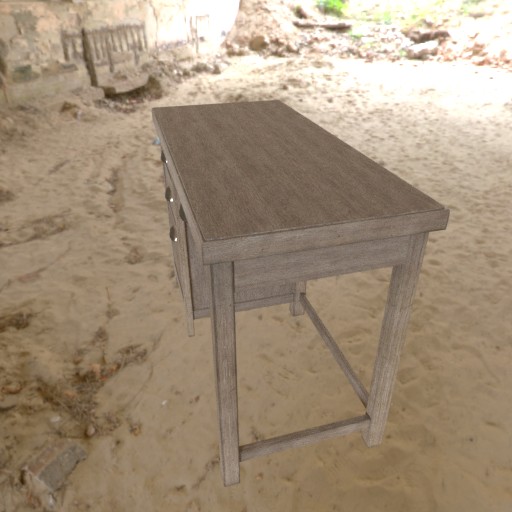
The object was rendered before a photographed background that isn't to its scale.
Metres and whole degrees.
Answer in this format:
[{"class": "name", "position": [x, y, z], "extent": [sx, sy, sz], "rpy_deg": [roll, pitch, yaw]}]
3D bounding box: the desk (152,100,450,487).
[{"class": "desk", "position": [0.000, 0.000, 1.761], "extent": [0.610, 0.912, 1.289], "rpy_deg": [-8, 32, -14]}]
